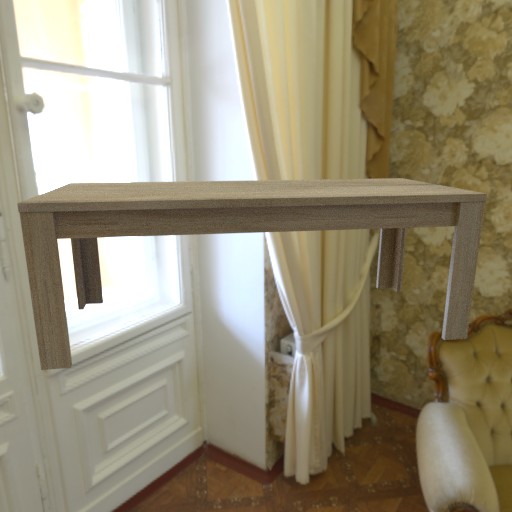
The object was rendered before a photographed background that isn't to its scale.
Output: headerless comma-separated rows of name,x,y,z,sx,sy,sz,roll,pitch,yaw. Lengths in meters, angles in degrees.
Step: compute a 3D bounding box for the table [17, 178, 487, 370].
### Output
table,0.000,0.000,2.584,2.200,0.790,0.900,-2,15,-9
